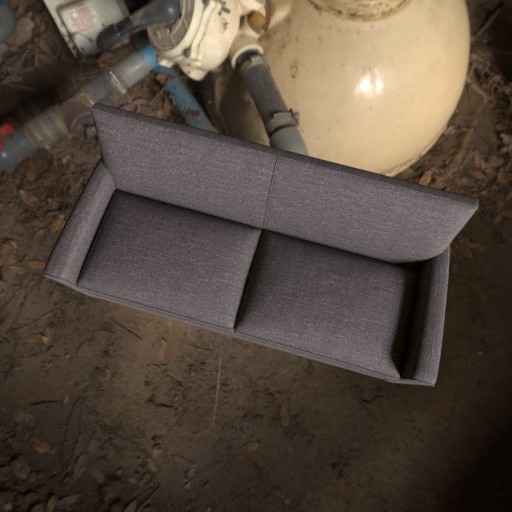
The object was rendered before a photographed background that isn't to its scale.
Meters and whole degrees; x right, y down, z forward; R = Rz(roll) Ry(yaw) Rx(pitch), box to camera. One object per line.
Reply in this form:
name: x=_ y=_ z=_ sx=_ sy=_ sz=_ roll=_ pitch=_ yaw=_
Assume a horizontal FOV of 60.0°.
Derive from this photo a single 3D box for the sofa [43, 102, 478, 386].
sofa: x=0.000 y=0.000 z=2.402 sx=1.976 sy=0.846 sz=0.875 roll=15 pitch=75 yaw=4
